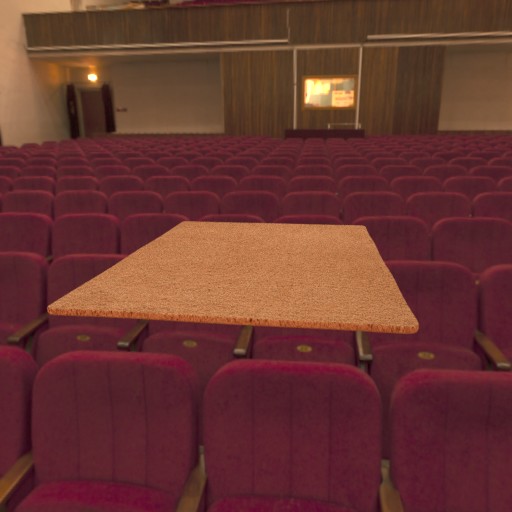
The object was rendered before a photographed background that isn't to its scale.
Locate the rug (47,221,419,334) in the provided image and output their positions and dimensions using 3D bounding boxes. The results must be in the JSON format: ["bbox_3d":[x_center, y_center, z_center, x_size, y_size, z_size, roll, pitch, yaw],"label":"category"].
[{"bbox_3d":[0.000,0.000,2.157,1.199,0.025,1.600,2,15,7],"label":"rug"}]
